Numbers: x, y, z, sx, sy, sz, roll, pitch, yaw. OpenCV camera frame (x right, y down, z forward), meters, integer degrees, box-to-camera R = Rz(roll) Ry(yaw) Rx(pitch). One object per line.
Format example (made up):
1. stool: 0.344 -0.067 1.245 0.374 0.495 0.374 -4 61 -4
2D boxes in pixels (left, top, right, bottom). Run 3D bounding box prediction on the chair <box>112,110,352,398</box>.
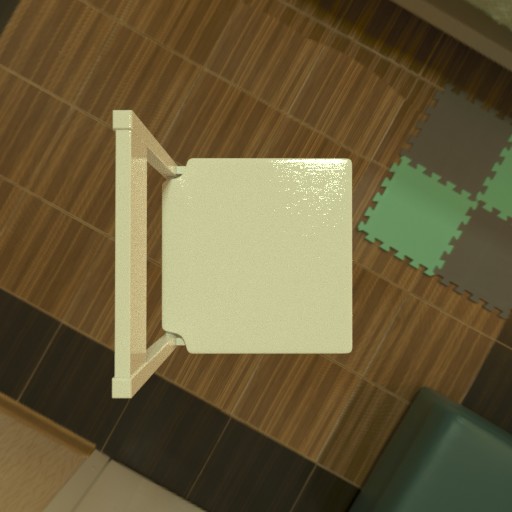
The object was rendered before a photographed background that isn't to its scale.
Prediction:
1. chair: 0.000 0.000 0.878 0.361 0.668 0.367 0 90 0
